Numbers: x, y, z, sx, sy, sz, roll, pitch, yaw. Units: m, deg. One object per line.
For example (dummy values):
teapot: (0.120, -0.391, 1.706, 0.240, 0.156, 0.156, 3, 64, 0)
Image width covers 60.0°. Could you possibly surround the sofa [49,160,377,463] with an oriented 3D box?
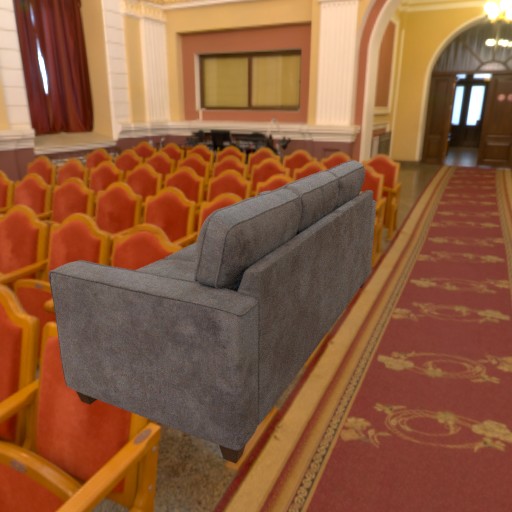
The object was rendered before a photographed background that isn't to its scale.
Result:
sofa: (0.000, 0.000, 2.601, 0.939, 0.965, 2.133, 9, 20, 25)
